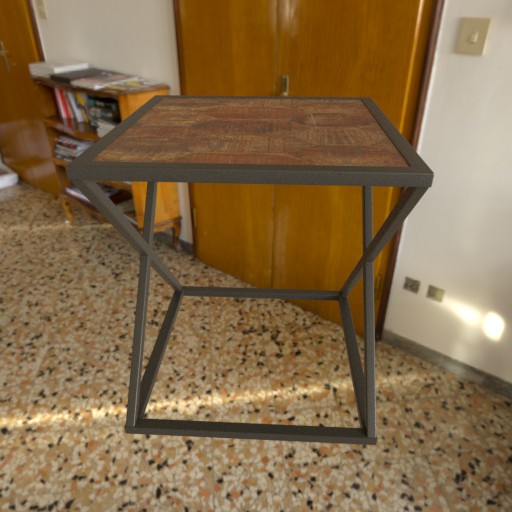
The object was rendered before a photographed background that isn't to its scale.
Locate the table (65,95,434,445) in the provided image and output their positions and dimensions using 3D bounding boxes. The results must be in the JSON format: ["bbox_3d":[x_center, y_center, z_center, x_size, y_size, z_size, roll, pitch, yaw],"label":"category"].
[{"bbox_3d":[0.000,0.000,0.955,0.500,0.565,0.500,2,31,3],"label":"table"}]
